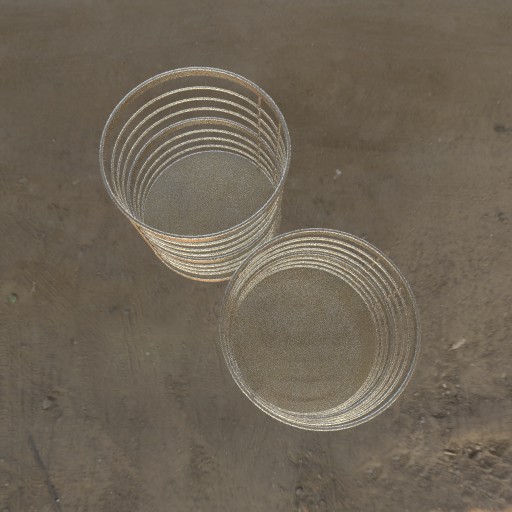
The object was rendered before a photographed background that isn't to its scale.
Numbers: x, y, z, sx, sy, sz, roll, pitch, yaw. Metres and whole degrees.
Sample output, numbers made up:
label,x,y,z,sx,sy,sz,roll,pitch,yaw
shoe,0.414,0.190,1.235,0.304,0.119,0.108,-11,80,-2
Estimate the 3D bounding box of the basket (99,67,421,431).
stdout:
label,x,y,z,sx,sy,sz,roll,pitch,yaw
basket,0.000,0.000,0.949,0.356,0.351,0.746,-34,77,-9
